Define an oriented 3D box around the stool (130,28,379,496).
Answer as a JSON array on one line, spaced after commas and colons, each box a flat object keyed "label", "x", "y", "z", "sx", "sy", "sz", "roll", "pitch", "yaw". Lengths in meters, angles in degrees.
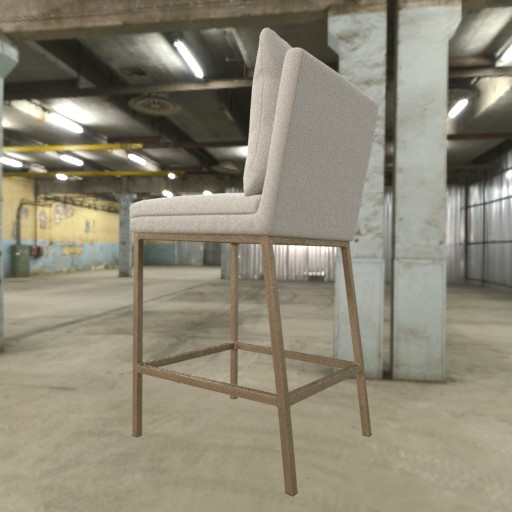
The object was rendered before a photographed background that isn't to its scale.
[{"label": "stool", "x": 0.000, "y": 0.000, "z": 1.276, "sx": 0.572, "sy": 1.032, "sz": 0.463, "roll": 0, "pitch": 0, "yaw": 37}]
